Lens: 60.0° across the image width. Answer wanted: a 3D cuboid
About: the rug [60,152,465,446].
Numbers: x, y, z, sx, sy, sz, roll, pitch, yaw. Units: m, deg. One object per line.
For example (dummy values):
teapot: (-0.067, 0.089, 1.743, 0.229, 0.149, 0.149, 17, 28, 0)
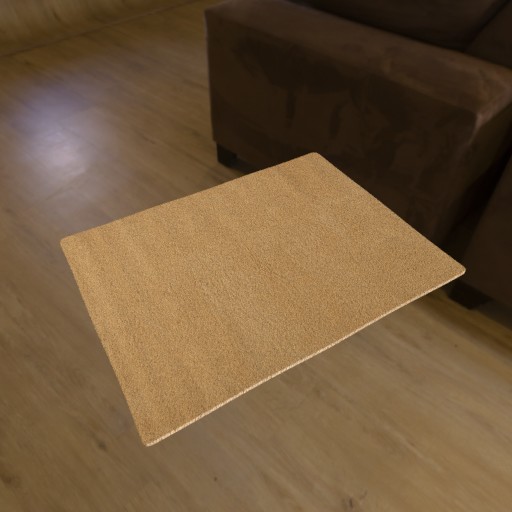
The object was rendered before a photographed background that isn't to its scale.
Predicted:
rug: (0.000, 0.000, 2.162, 1.600, 0.025, 1.199, -23, 49, -21)
